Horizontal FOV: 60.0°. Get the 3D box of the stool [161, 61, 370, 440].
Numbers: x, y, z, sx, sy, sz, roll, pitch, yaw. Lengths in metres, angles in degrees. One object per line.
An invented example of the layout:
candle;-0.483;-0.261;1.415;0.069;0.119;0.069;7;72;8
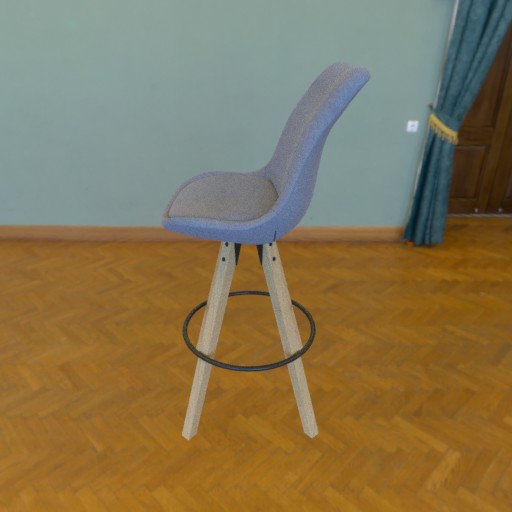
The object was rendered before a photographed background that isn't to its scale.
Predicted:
stool;0.000;0.000;1.401;0.550;1.115;0.485;0;27;-1
